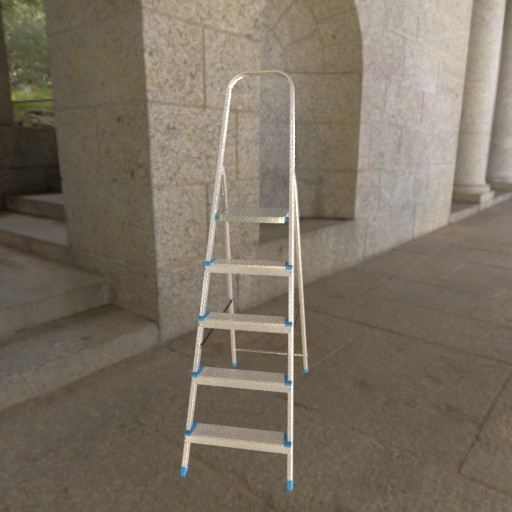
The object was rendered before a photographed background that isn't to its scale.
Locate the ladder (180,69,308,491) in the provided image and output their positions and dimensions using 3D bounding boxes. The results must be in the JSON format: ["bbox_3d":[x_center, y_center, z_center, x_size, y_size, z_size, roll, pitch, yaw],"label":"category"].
[{"bbox_3d":[0.000,0.000,2.060,0.468,1.648,0.990,2,14,10],"label":"ladder"}]
